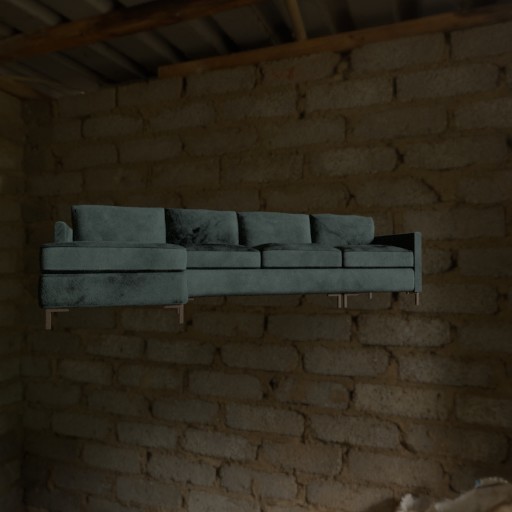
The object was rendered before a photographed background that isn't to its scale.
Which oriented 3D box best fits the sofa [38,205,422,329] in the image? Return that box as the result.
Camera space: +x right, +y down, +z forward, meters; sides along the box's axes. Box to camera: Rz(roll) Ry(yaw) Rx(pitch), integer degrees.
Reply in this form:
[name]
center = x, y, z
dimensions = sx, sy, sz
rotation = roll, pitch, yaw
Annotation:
[sofa]
center = 0.000, 0.000, 4.019
dimensions = 3.400, 0.967, 1.500
rotation = 0, -1, -19
